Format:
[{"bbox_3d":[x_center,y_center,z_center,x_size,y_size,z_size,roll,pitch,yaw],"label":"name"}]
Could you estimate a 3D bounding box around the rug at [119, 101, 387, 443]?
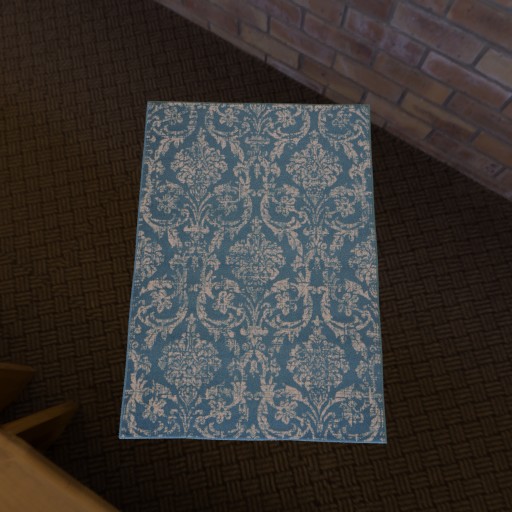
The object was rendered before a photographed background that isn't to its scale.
[{"bbox_3d":[0.000,0.000,2.833,1.554,0.012,2.205,1,76,0],"label":"rug"}]
